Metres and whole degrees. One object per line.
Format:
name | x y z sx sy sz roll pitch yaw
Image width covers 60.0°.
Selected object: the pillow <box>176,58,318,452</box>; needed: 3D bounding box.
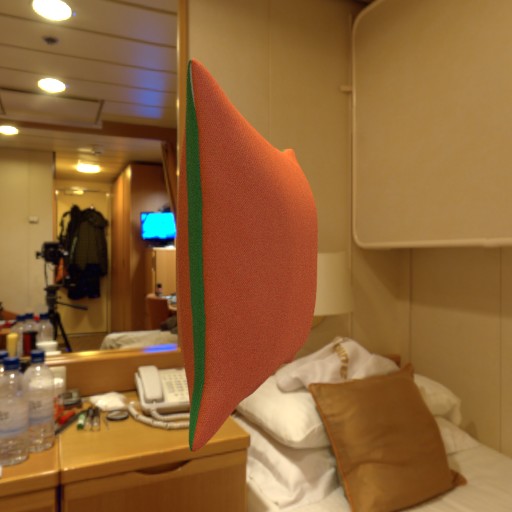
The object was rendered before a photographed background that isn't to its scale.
pillow | 0.000 0.000 0.709 0.169 0.444 0.453 0 0 19
